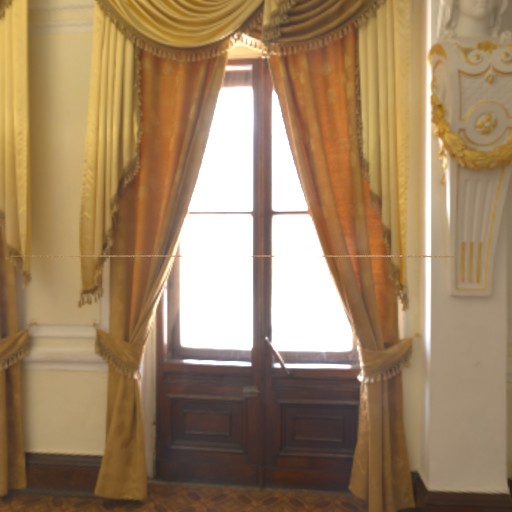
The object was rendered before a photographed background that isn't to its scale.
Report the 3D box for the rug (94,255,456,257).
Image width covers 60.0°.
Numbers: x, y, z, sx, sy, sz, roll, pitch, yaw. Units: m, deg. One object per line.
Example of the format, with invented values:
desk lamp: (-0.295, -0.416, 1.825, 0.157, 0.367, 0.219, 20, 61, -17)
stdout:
rug: (0.000, 0.000, 4.006, 3.067, 0.005, 2.460, 0, 0, 19)
